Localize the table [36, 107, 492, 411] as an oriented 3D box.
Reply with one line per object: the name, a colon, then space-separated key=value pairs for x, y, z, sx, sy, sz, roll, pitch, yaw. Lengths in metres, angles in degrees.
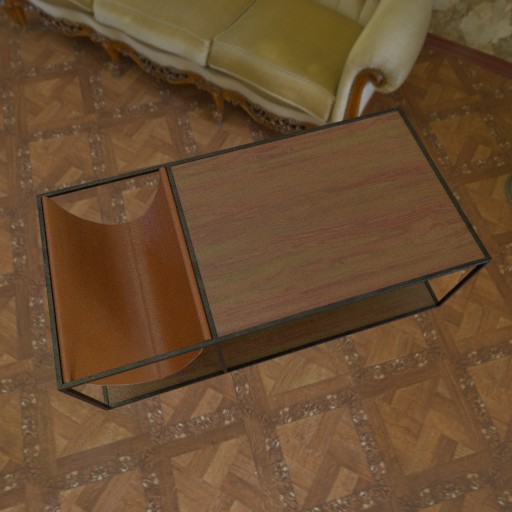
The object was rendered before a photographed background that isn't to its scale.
table: x=0.000 y=0.000 z=1.463 sx=1.199 sy=0.403 sz=0.597 roll=-16 pitch=65 yaw=-7
